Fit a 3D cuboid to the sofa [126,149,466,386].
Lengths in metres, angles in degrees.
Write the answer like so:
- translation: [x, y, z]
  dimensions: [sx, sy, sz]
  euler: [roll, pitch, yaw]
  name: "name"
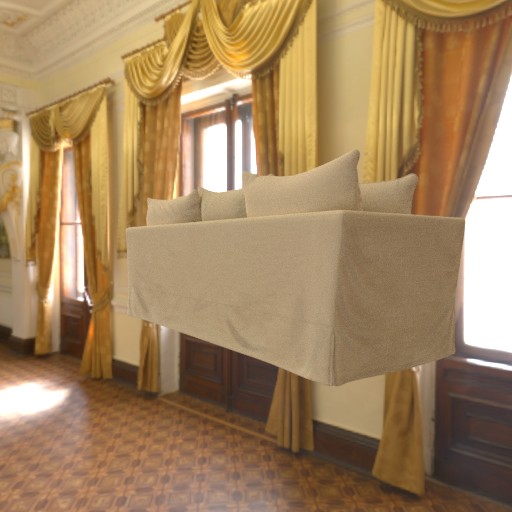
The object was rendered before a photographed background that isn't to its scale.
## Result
- translation: [0.000, 0.000, 3.100]
  dimensions: [1.030, 1.042, 2.484]
  euler: [-1, 2, -37]
  name: "sofa"
